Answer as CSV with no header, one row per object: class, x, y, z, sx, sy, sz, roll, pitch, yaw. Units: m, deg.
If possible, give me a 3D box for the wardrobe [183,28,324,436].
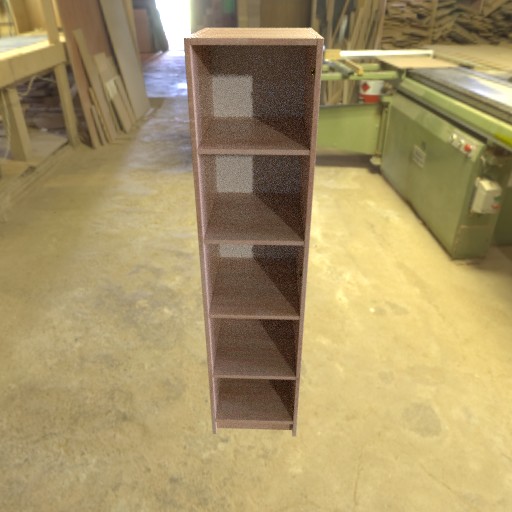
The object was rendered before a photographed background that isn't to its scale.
wardrobe,0.000,0.000,2.345,0.496,2.117,0.588,1,30,2
